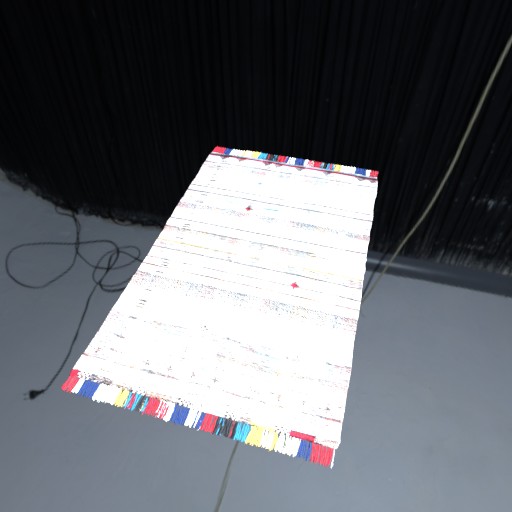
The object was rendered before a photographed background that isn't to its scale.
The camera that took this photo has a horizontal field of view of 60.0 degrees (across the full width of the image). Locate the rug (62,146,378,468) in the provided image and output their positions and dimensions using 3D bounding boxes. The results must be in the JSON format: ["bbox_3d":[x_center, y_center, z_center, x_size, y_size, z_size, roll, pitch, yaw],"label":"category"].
[{"bbox_3d":[0.000,0.000,3.011,1.465,0.012,2.465,11,47,11],"label":"rug"}]
